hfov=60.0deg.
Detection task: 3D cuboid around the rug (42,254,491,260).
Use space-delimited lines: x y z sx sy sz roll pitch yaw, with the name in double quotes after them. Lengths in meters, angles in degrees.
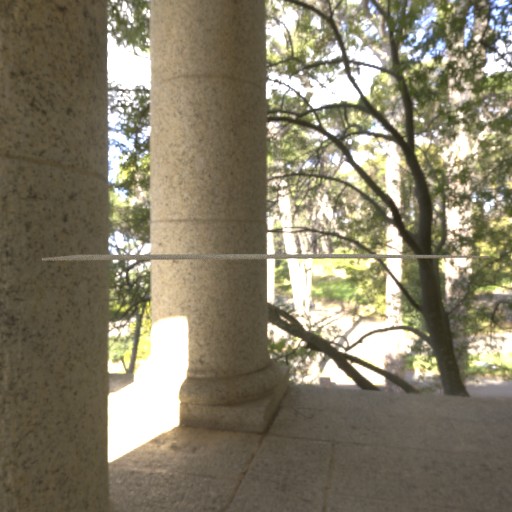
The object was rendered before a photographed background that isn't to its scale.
0.000 0.000 2.302 1.828 0.007 1.220 0 1 -16 "rug"
